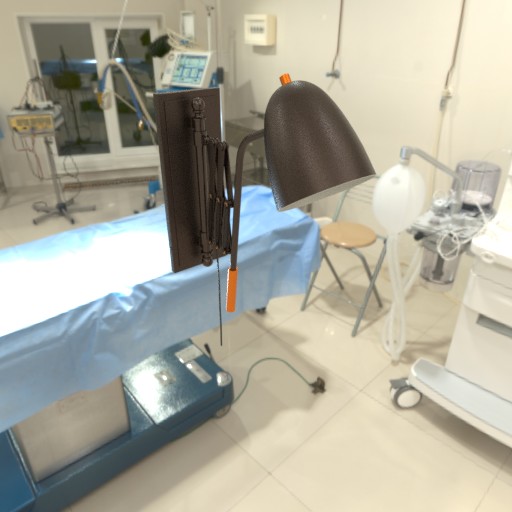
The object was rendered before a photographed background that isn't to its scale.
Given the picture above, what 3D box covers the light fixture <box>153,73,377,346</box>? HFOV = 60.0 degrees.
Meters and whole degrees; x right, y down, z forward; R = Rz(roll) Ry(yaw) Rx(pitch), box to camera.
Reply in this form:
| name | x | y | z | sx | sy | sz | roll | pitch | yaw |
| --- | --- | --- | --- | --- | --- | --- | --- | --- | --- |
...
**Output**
| name | x | y | z | sx | sy | sz | roll | pitch | yaw |
| --- | --- | --- | --- | --- | --- | --- | --- | --- | --- |
| light fixture | 0.000 | 0.000 | 0.915 | 0.162 | 0.715 | 0.499 | -20 | 34 | -32 |
